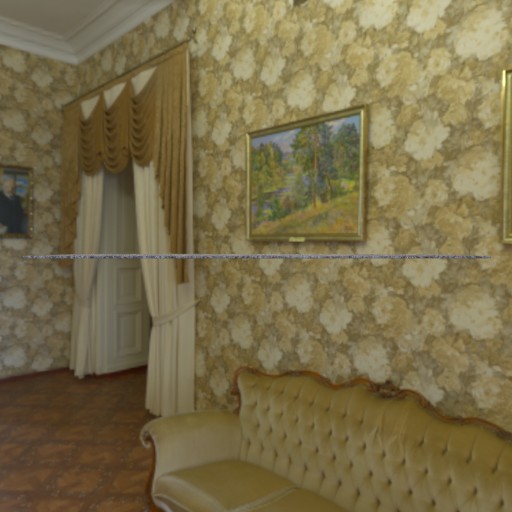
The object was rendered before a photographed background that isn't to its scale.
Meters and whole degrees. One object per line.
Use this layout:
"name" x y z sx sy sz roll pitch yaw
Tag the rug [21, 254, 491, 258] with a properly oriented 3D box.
"rug" 0.000 0.000 2.507 2.305 0.013 0.719 0 1 0
